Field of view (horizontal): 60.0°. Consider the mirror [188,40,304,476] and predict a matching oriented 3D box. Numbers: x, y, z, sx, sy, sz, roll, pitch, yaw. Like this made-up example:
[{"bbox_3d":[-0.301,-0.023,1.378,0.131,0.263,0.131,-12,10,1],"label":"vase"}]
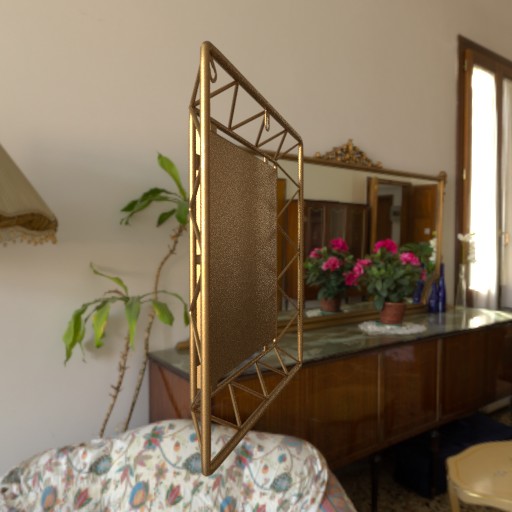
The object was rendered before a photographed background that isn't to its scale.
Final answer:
[{"bbox_3d":[0.000,0.000,0.615,0.046,0.414,0.416,0,2,18],"label":"mirror"}]
